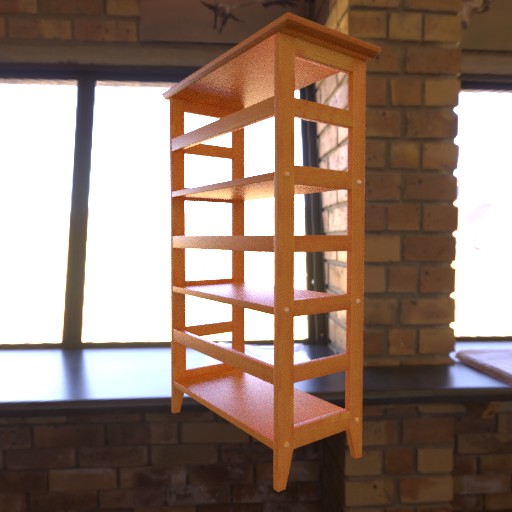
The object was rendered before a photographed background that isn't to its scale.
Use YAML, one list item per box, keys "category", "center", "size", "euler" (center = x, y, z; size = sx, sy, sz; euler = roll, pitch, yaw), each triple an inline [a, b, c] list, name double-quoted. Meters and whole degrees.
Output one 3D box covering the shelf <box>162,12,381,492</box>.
- category: "shelf"
  center: [0.000, 0.000, 1.320]
  size: [0.305, 1.067, 0.660]
  euler: [-2, 3, -35]
